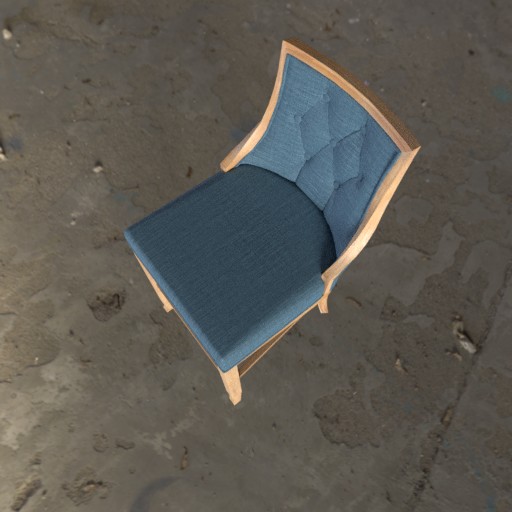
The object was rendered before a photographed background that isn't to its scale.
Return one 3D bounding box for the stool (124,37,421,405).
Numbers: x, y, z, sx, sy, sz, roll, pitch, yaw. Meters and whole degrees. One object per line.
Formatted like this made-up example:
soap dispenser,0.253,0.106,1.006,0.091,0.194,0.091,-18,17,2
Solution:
stool,0.000,0.000,1.448,0.626,1.101,0.524,-35,69,-15
